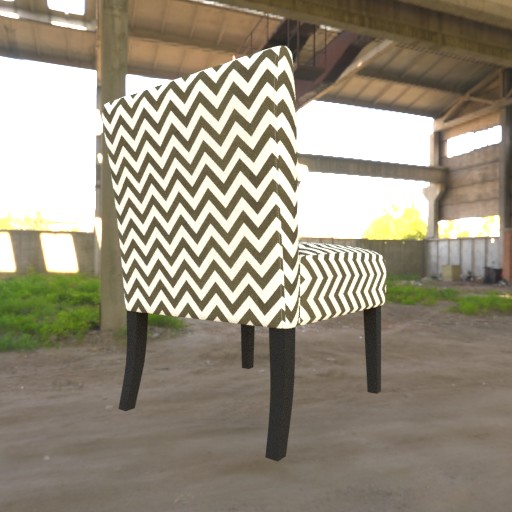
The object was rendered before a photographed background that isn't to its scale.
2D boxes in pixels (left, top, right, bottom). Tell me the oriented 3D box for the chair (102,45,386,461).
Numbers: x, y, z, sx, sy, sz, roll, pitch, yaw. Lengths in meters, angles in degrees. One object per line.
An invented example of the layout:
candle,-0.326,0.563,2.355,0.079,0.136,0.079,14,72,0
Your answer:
chair,0.000,0.000,1.284,0.589,0.838,0.648,0,0,36
